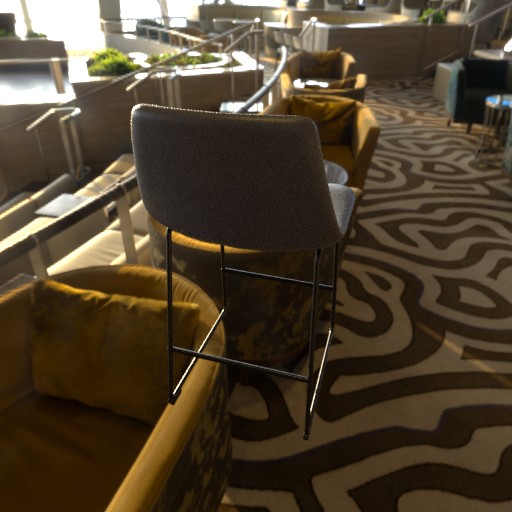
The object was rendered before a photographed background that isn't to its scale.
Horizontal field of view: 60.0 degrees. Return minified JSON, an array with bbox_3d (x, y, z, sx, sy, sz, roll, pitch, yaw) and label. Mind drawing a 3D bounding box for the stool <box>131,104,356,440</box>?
[{"bbox_3d":[0.000,0.000,1.189,0.470,0.876,0.546,9,33,14],"label":"stool"}]
